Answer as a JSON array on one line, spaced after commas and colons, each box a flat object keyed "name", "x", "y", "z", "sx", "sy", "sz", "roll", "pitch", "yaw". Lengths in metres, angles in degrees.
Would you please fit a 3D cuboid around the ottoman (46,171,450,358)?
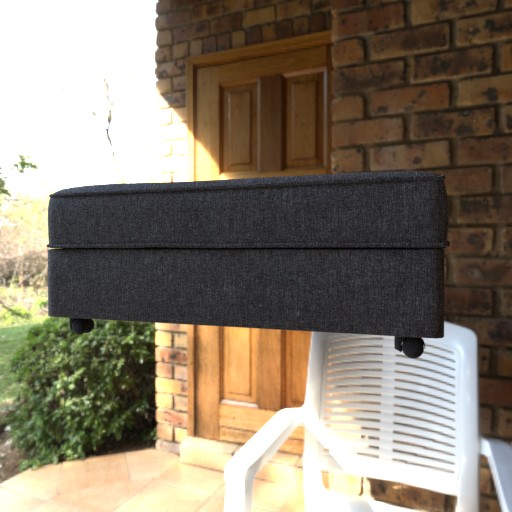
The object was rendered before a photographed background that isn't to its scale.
[{"name": "ottoman", "x": 0.000, "y": 0.000, "z": 1.543, "sx": 1.184, "sy": 0.487, "sz": 0.717, "roll": 0, "pitch": 1, "yaw": 18}]
